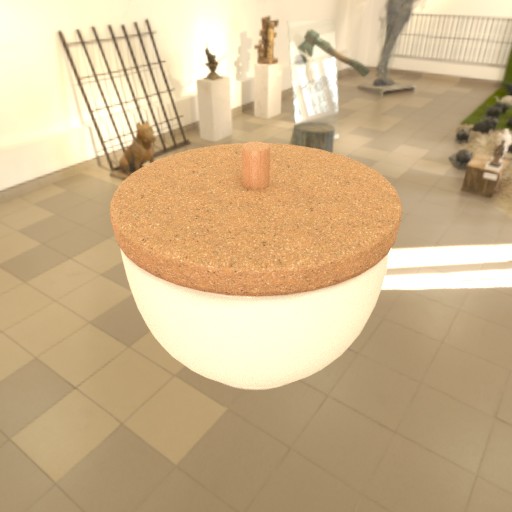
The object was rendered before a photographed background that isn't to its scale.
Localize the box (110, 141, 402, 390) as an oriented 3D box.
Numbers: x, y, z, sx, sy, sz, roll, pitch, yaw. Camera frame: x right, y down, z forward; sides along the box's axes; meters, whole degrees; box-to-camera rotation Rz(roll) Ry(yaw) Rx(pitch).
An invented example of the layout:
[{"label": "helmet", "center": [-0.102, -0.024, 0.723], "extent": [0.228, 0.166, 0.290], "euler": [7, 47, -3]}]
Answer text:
[{"label": "box", "center": [0.000, 0.000, 0.184], "extent": [0.107, 0.094, 0.107], "euler": [0, 33, 0]}]
